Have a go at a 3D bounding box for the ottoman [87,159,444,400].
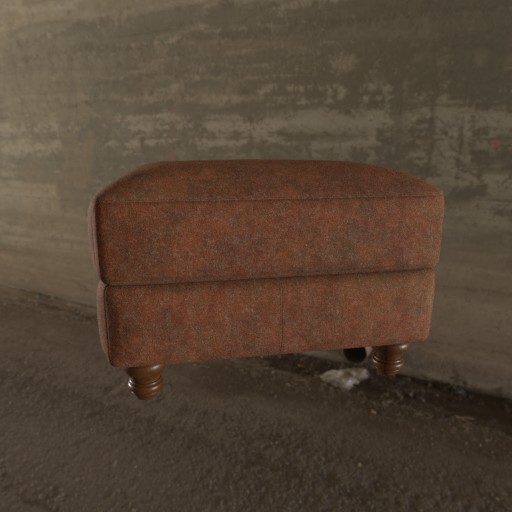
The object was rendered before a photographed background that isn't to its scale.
[{"bbox_3d":[0.000,0.000,1.194,0.787,0.508,0.635,-3,14,-10],"label":"ottoman"}]
